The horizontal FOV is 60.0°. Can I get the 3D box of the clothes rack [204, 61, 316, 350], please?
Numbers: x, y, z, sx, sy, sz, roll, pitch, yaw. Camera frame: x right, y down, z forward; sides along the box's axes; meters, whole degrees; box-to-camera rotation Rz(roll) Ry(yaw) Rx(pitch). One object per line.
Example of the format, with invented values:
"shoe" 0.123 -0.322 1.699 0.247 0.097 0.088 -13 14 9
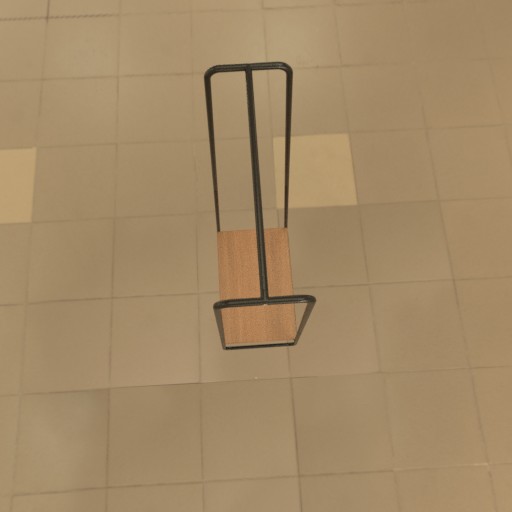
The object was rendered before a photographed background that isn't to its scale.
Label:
"clothes rack" 0.000 0.000 1.791 0.400 1.500 0.640 -4 75 -1
